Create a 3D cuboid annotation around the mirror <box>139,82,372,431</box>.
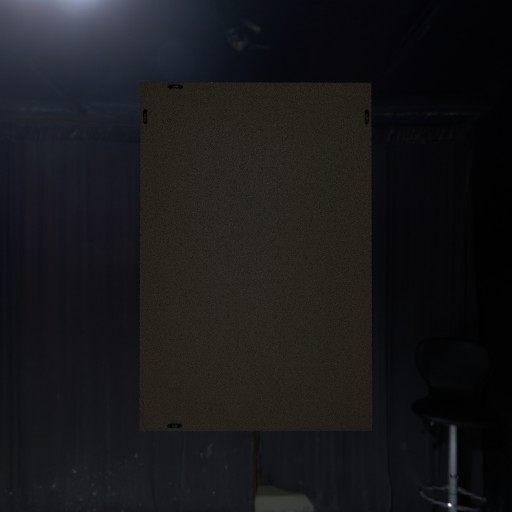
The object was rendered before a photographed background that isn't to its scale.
[{"bbox_3d":[0.000,0.000,1.179,0.609,0.915,0.040,0,-1,0],"label":"mirror"}]
